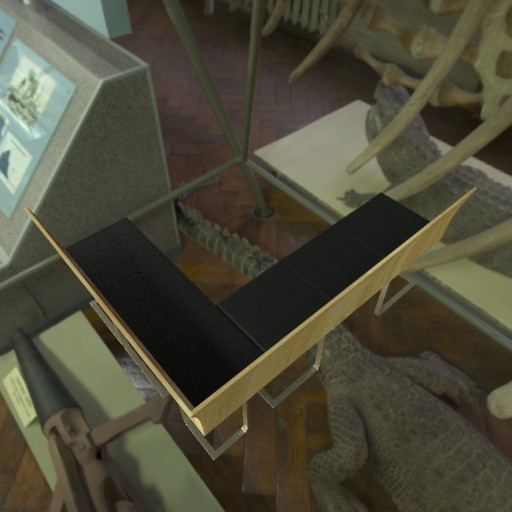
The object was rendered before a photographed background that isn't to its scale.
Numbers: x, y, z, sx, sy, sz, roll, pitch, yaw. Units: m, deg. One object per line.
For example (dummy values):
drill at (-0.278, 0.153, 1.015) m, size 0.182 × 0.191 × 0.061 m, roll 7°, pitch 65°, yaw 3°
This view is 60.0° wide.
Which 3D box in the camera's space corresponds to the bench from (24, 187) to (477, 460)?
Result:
bench at (0.000, 0.000, 2.731) m, size 1.945 × 0.930 × 1.495 m, roll -33°, pitch 56°, yaw -27°
